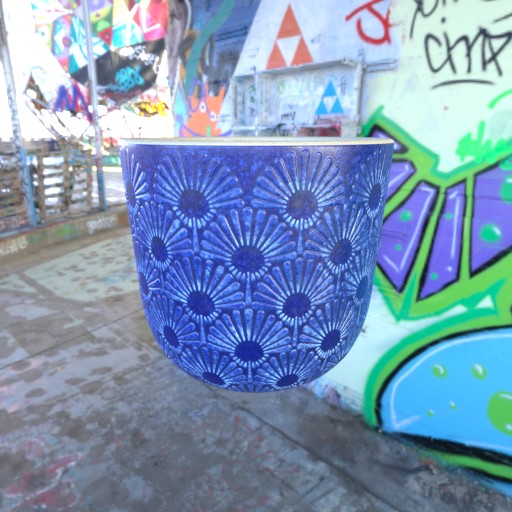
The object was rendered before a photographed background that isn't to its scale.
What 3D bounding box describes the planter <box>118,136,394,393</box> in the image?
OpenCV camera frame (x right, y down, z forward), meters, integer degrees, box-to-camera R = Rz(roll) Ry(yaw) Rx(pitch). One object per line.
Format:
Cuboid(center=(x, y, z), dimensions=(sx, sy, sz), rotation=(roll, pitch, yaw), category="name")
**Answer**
Cuboid(center=(0.000, 0.000, 0.370), dimensions=(0.206, 0.190, 0.206), rotation=(0, 16, 0), category="planter")
